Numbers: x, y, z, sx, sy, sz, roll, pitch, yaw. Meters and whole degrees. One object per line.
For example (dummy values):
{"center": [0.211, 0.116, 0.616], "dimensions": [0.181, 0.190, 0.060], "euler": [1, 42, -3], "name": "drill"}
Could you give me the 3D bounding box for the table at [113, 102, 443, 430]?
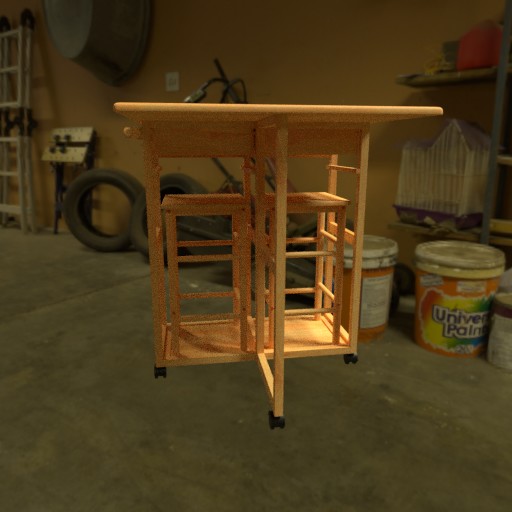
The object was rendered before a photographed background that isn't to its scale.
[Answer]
{"center": [0.000, 0.000, 1.373], "dimensions": [0.752, 0.832, 0.693], "euler": [-2, 14, -8], "name": "table"}
